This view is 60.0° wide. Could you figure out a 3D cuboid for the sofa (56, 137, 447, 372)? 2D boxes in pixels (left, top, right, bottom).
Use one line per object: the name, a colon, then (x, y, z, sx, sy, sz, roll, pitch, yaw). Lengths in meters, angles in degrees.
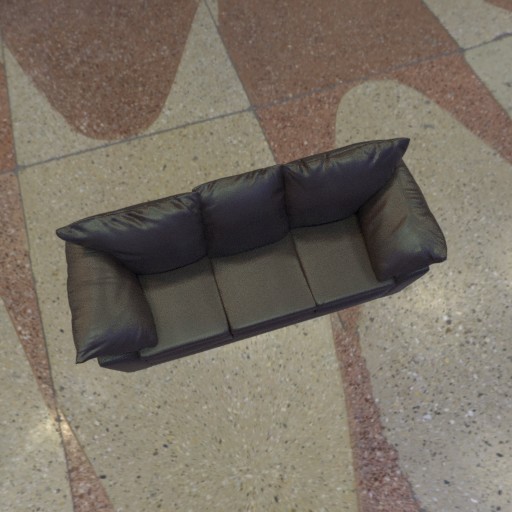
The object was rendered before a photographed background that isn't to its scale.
sofa: (0.000, 0.000, 2.979, 2.390, 1.091, 0.907, -15, 65, -7)
